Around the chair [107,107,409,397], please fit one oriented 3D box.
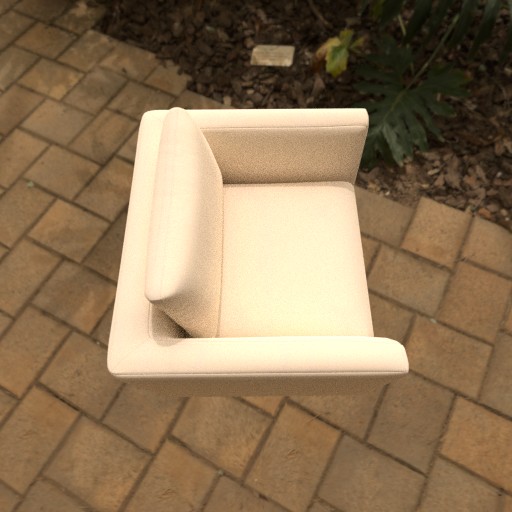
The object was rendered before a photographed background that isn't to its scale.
[{"bbox_3d":[0.000,0.000,1.722,0.889,0.865,1.041,-1,63,0],"label":"chair"}]
